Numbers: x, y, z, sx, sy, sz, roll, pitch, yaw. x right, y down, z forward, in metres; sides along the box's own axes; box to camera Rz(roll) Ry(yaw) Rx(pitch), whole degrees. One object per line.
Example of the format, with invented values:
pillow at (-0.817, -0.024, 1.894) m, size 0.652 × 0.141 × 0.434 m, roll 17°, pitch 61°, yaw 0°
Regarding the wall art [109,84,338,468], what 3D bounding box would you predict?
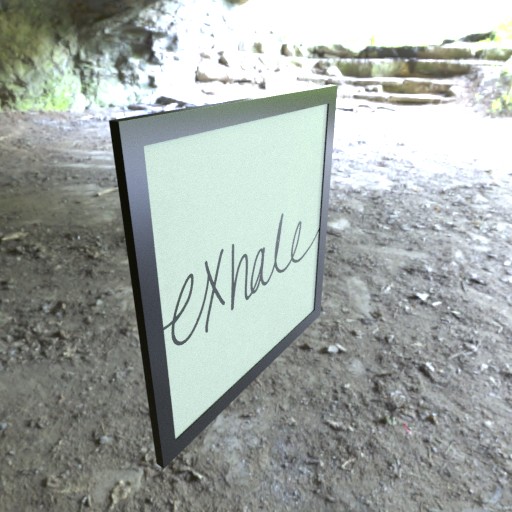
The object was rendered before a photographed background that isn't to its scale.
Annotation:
wall art at (0.000, 0.000, 0.657) m, size 0.014 × 0.445 × 0.446 m, roll 17°, pitch 31°, yaw 31°
